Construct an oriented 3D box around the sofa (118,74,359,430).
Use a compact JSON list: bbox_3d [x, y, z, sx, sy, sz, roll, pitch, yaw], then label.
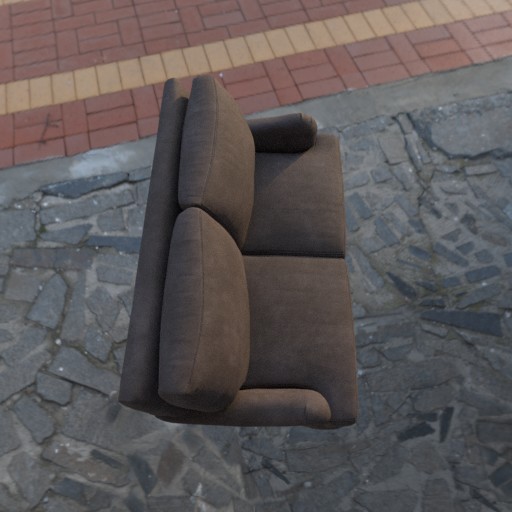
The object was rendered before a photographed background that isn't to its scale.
[{"bbox_3d":[0.000,0.000,2.553,1.084,1.101,1.853,1,65,1],"label":"sofa"}]
